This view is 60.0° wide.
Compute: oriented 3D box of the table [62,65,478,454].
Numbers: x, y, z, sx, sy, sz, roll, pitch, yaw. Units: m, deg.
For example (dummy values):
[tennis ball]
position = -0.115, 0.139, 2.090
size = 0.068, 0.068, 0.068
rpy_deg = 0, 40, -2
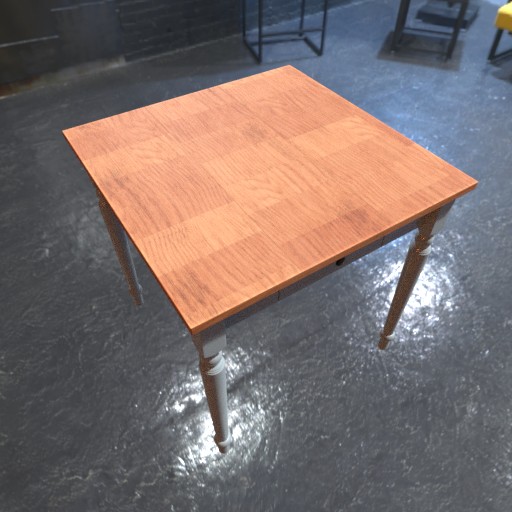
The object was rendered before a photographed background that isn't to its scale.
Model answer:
[table]
position = 0.000, 0.000, 1.372
size = 0.747, 0.738, 0.747
rpy_deg = -25, 52, -22
